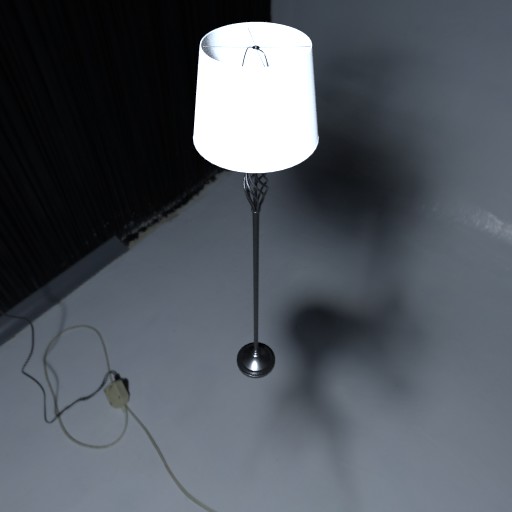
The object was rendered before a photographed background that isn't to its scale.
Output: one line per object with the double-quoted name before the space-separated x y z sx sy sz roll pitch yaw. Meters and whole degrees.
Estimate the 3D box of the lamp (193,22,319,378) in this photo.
"lamp" 0.000 0.000 1.744 0.379 1.623 0.379 0 47 0
